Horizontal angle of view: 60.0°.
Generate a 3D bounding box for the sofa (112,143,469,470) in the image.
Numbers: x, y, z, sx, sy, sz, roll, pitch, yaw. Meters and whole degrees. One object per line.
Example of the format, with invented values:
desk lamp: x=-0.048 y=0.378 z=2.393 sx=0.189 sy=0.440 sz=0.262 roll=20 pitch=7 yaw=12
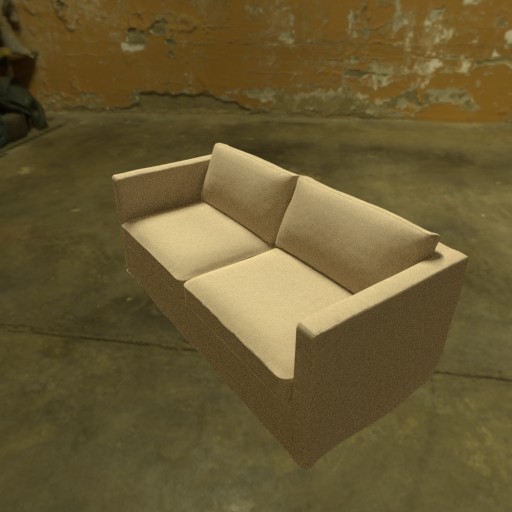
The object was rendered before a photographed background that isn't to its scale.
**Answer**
sofa: x=0.000 y=0.000 z=2.525 sx=0.962 sy=0.835 sz=1.959 roll=-20 pitch=36 yaw=-30
